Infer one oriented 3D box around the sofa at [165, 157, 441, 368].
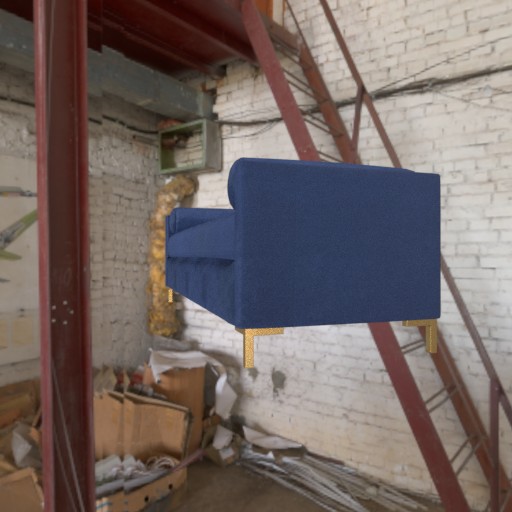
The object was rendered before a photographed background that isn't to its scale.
[{"bbox_3d":[0.000,0.000,2.484,0.796,0.705,2.102,0,0,-18],"label":"sofa"}]
